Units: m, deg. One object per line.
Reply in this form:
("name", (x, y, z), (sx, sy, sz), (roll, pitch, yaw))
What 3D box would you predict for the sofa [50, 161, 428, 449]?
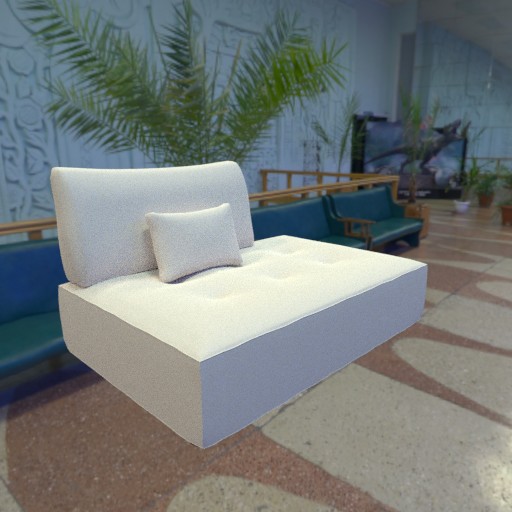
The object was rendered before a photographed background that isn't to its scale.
("sofa", (0.000, 0.000, 2.042), (1.000, 0.820, 1.450), (14, 20, 43))
